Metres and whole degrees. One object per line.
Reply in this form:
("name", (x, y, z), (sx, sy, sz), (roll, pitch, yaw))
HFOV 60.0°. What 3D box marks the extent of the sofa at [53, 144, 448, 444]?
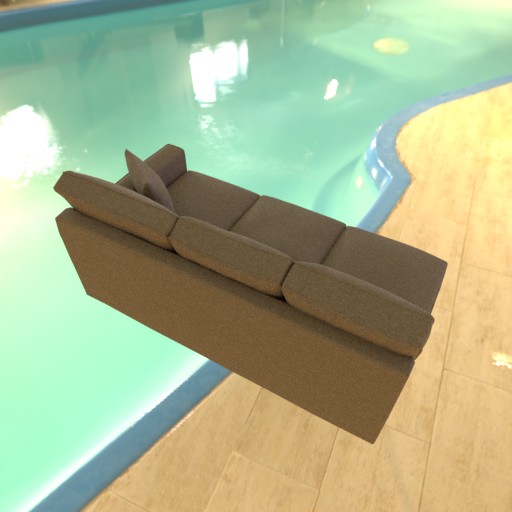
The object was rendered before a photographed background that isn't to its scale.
("sofa", (0.000, 0.000, 2.533), (1.963, 0.946, 1.034), (22, 50, 20))
